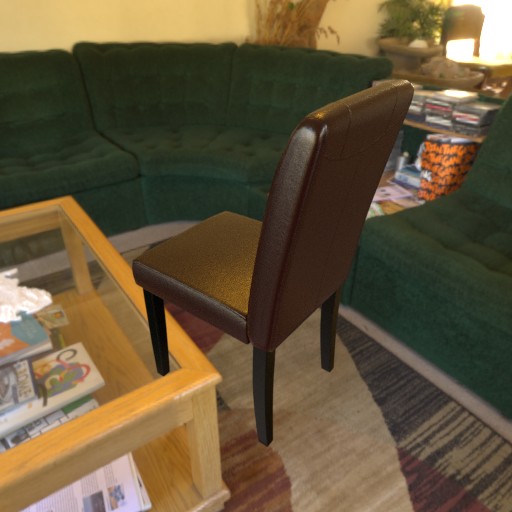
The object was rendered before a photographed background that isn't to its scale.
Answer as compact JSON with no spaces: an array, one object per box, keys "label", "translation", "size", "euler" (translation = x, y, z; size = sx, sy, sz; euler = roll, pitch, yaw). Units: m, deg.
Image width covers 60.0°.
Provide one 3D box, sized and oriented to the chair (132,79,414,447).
[{"label":"chair","translation":[0.000,0.000,1.170],"size":[0.556,0.897,0.399],"euler":[22,38,31]}]
